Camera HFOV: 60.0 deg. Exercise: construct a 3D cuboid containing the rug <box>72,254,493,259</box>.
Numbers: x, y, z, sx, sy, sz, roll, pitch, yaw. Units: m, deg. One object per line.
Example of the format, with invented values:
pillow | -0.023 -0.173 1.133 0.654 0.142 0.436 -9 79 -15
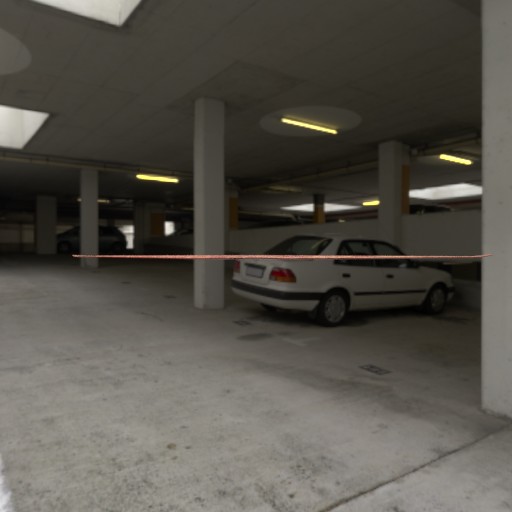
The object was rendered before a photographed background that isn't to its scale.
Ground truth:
rug | 0.000 0.000 4.081 2.489 0.030 3.086 0 0 -36
